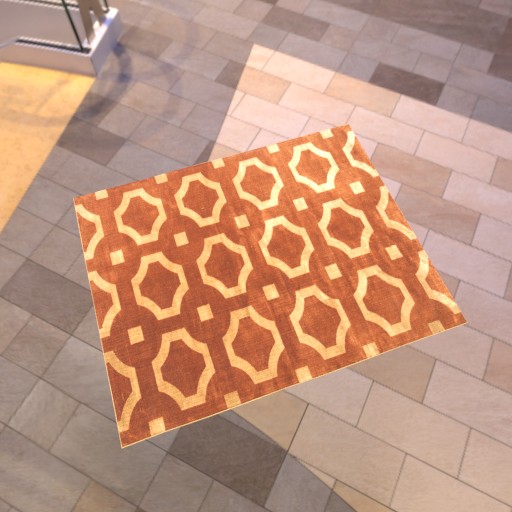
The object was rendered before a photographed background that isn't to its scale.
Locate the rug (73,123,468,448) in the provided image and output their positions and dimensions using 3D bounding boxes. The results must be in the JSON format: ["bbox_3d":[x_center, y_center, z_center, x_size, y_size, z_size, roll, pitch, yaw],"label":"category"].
[{"bbox_3d":[0.000,0.000,4.167,3.049,0.021,2.466,-17,64,-9],"label":"rug"}]
